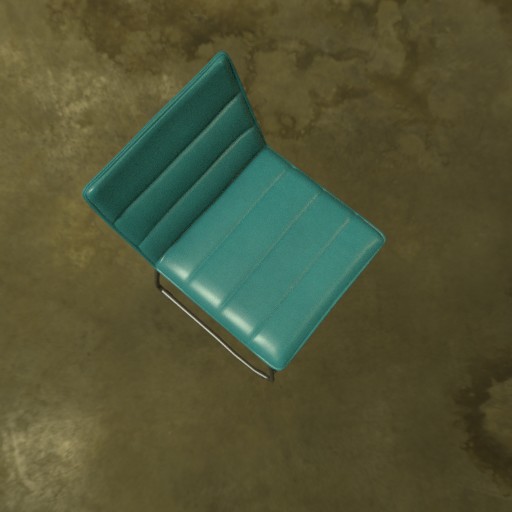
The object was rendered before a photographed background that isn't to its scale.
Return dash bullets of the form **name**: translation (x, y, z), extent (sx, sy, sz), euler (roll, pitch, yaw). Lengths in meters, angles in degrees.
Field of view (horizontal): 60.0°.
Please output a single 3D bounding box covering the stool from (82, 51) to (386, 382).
- **stool**: translation (0.000, 0.000, 1.181), extent (0.524, 0.866, 0.489), euler (39, 79, 9)
